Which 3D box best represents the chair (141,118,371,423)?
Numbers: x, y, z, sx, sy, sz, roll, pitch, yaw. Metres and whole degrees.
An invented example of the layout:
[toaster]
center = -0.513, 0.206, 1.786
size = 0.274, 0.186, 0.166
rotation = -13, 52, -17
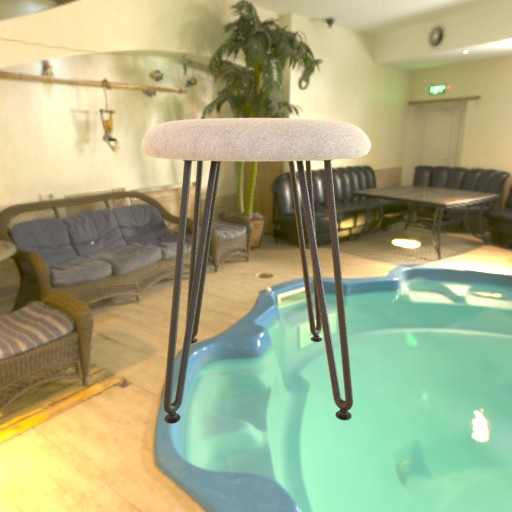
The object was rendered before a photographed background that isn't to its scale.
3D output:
[chair]
center = 0.000, 0.000, 0.656
size = 0.350, 0.386, 0.350
rotation = 14, 21, 41
